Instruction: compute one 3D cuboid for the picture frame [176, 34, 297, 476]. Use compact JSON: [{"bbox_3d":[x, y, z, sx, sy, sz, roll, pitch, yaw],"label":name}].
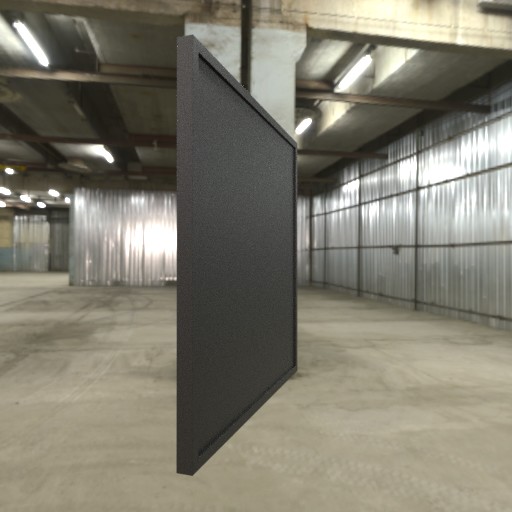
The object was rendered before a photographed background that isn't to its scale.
[{"bbox_3d":[0.000,0.000,1.148,0.032,0.775,0.775,0,0,19],"label":"picture frame"}]
